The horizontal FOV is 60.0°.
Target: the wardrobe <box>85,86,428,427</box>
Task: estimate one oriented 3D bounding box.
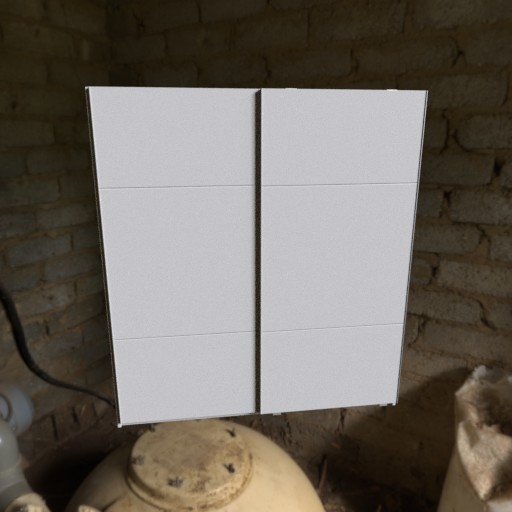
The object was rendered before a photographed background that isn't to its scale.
[{"bbox_3d":[0.000,0.000,2.825,1.780,1.960,0.629,-2,16,-8],"label":"wardrobe"}]
